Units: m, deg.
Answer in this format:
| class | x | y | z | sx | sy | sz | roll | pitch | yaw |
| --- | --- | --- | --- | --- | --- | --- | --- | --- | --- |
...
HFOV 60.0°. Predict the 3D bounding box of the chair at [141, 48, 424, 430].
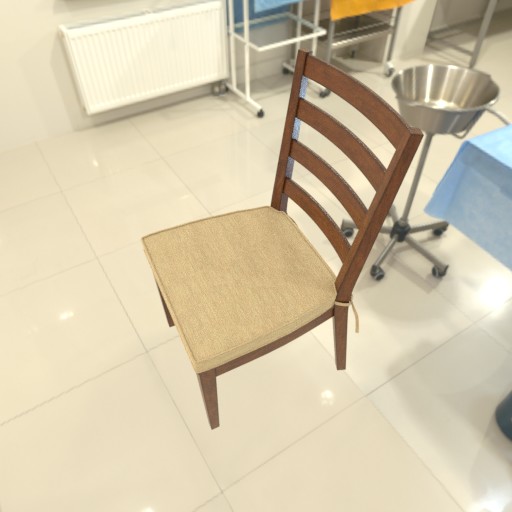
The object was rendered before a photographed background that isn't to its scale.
| class | x | y | z | sx | sy | sz | roll | pitch | yaw |
| --- | --- | --- | --- | --- | --- | --- | --- | --- | --- |
| chair | 0.000 | 0.000 | 1.358 | 0.595 | 0.979 | 0.593 | -19 | 49 | -17 |
